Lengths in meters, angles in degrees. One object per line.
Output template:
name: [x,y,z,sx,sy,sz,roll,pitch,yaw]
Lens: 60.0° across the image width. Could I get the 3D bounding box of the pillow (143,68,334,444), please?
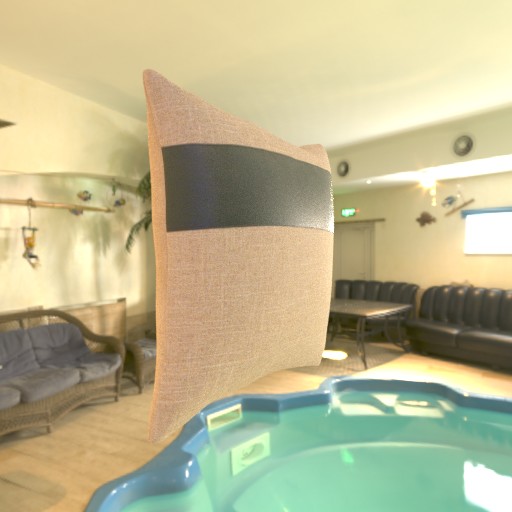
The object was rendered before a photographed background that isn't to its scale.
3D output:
pillow: [0.000,0.000,0.636,0.173,0.399,0.414,0,1,34]
